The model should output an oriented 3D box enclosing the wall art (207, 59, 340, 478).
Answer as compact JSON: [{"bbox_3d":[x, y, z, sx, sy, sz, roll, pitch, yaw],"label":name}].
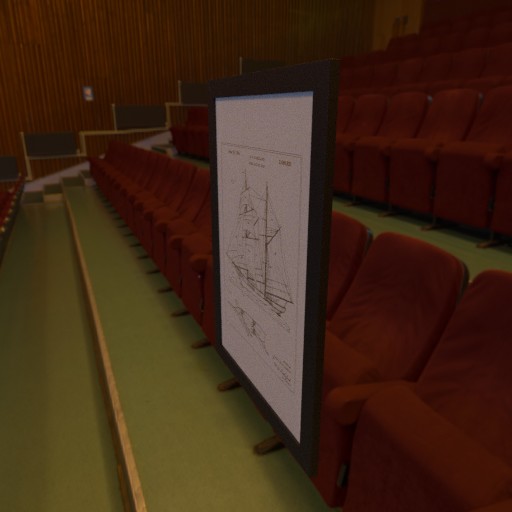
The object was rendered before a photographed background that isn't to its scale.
[{"bbox_3d":[0.000,0.000,0.696,0.013,0.534,0.381,-8,20,-24],"label":"wall art"}]
